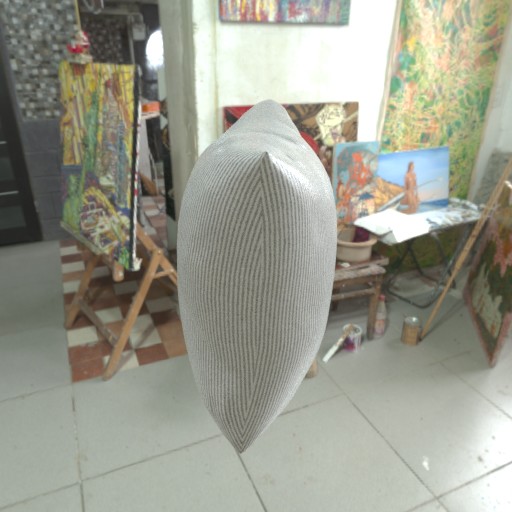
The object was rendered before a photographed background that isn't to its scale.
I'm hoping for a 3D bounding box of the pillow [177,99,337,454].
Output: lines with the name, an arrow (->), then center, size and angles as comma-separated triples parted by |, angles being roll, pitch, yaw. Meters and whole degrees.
pillow -> 0.000, 0.000, 0.707 | 0.310, 0.432, 0.387 | 18, 31, 33
